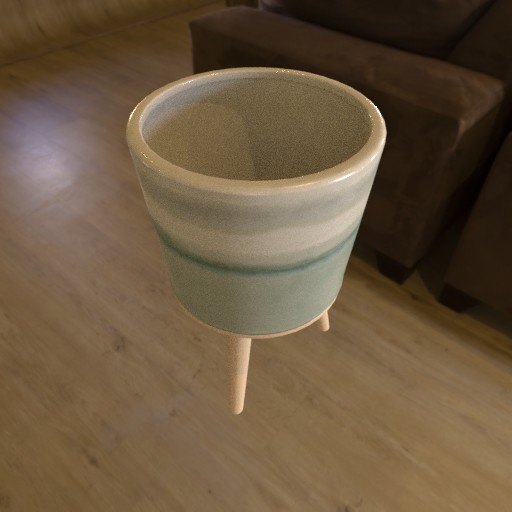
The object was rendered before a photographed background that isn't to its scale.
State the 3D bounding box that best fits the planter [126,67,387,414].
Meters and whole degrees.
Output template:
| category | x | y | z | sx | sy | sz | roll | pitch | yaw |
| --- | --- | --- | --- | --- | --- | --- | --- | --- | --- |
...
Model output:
| category | x | y | z | sx | sy | sz | roll | pitch | yaw |
| --- | --- | --- | --- | --- | --- | --- | --- | --- | --- |
| planter | 0.000 | 0.000 | 0.597 | 0.265 | 0.404 | 0.265 | -24 | 49 | -23 |
